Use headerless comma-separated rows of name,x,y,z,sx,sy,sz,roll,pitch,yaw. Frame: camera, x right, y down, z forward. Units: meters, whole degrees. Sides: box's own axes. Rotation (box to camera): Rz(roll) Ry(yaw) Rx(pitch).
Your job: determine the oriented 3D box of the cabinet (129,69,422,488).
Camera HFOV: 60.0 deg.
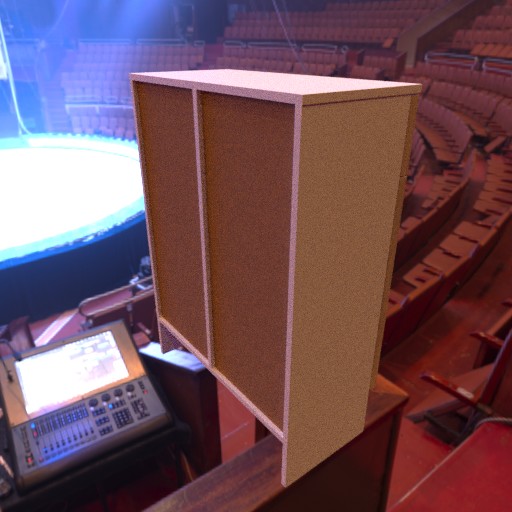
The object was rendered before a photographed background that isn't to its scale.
cabinet,0.000,0.000,1.090,0.296,0.815,0.600,-18,31,-33
